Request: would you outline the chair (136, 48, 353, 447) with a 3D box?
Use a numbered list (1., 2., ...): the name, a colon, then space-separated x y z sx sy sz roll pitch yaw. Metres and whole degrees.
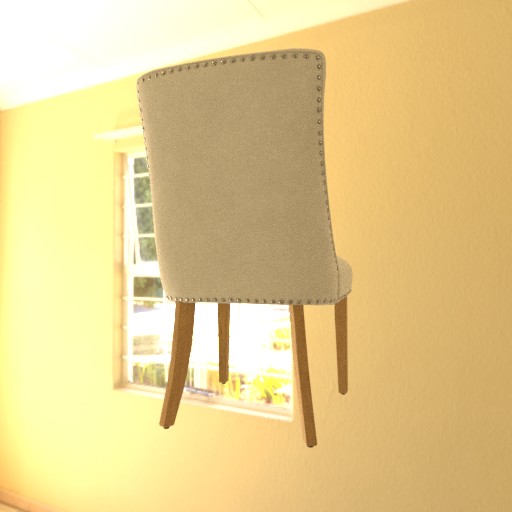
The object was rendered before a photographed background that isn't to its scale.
1. chair: 0.000 0.000 1.269 0.495 0.902 0.610 0 -1 18
